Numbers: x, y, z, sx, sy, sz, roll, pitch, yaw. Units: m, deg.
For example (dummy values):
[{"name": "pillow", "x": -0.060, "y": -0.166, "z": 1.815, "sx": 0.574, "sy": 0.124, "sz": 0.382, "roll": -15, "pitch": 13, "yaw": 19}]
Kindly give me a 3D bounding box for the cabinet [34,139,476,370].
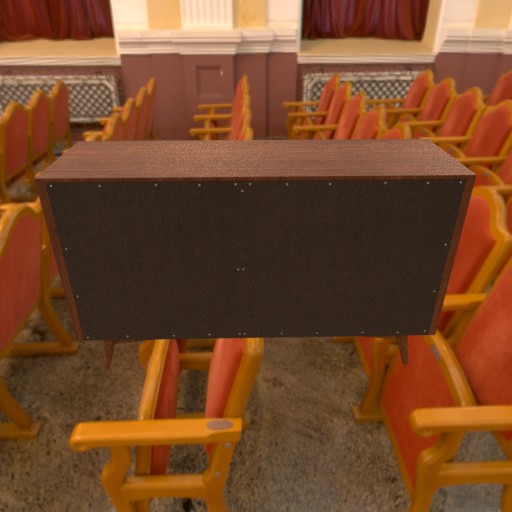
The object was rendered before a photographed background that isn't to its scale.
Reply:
[{"name": "cabinet", "x": 0.000, "y": 0.000, "z": 2.030, "sx": 1.575, "sy": 0.940, "sz": 0.505, "roll": -1, "pitch": 30, "yaw": -1}]
